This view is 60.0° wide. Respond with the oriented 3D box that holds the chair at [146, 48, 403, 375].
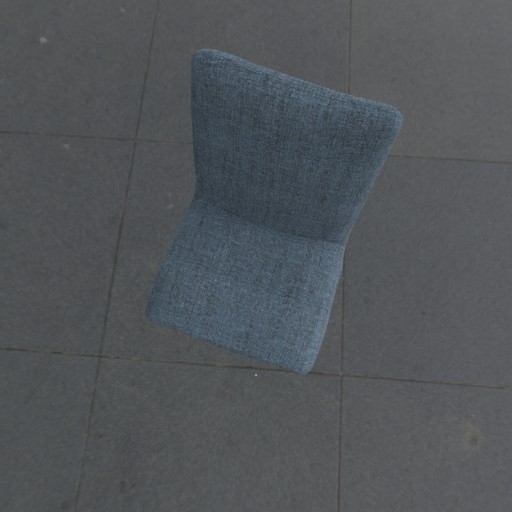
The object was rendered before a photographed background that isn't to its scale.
[{"bbox_3d":[0.000,0.000,1.306,0.522,0.974,0.563,19,76,5],"label":"chair"}]
